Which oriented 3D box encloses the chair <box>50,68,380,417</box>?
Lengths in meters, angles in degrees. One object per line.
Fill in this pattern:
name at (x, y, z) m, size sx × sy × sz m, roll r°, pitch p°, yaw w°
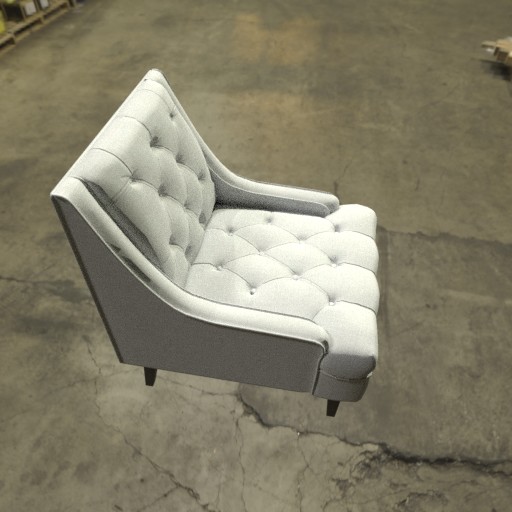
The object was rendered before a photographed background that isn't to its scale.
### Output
chair at (0.000, 0.000, 1.399) m, size 0.772 × 0.891 × 0.658 m, roll 7°, pitch 46°, yaw 7°
